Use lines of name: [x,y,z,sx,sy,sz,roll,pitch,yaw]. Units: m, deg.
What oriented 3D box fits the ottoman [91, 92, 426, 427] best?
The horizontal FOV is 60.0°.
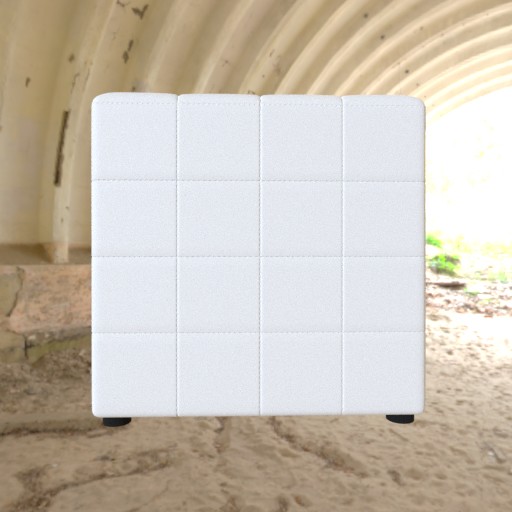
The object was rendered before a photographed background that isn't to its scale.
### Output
ottoman: [0.000,0.000,0.768,0.425,0.432,0.425,0,0,-2]
